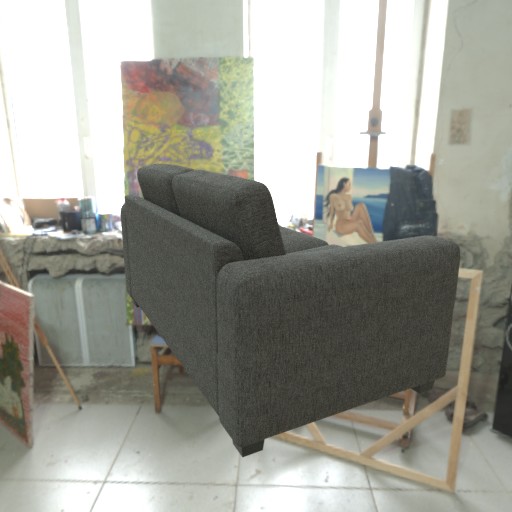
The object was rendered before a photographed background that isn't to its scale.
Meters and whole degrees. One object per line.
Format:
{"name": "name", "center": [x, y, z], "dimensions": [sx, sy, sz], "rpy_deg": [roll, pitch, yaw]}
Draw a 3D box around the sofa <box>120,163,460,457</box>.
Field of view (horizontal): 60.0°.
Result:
{"name": "sofa", "center": [0.000, 0.000, 2.007], "dimensions": [0.900, 0.800, 1.520], "rpy_deg": [-8, 17, -27]}
